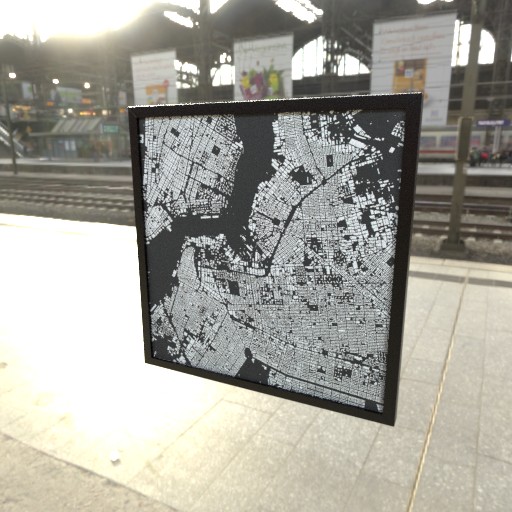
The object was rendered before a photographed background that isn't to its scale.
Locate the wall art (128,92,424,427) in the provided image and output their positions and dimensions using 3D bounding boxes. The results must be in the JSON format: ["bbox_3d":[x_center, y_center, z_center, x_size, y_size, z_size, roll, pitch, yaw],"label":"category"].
[{"bbox_3d":[0.000,0.000,1.151,0.755,0.761,0.038,6,15,25],"label":"wall art"}]
